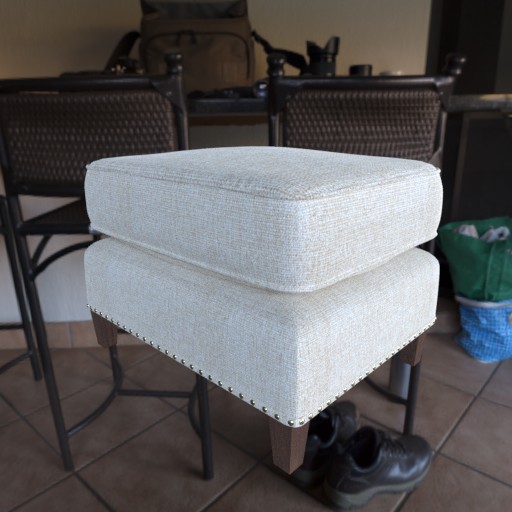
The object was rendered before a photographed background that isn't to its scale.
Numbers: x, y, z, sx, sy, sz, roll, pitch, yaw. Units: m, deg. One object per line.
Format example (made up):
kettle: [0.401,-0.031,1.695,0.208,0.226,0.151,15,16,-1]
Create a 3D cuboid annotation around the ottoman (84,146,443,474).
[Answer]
ottoman: [0.000,0.000,1.120,0.738,0.537,0.589,16,23,41]
